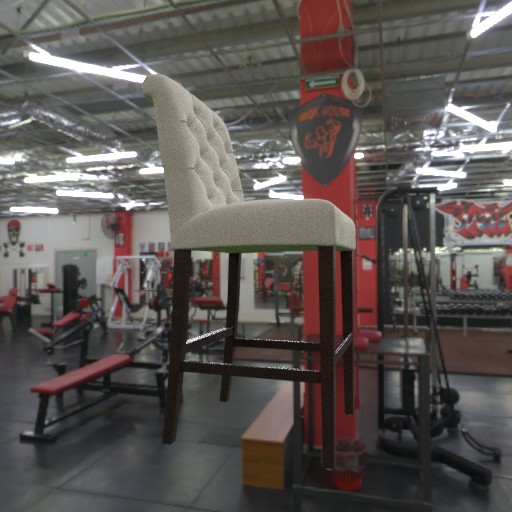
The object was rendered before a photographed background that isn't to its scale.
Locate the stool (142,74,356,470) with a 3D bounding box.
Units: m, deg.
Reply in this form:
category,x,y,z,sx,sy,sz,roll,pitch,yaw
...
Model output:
category,x,y,z,sx,sy,sz,roll,pitch,yaw
stool,0.000,0.000,1.461,0.610,1.118,0.482,0,-1,19
